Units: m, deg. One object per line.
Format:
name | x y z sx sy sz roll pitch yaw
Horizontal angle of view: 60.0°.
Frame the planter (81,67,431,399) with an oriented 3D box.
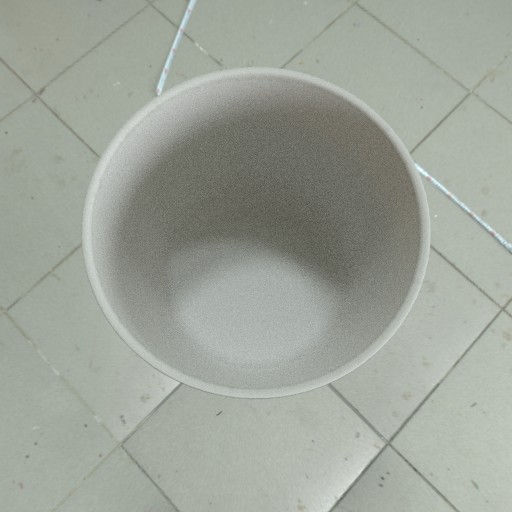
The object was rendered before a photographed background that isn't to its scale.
planter | 0.000 0.000 0.751 0.440 0.398 0.440 0 75 0
